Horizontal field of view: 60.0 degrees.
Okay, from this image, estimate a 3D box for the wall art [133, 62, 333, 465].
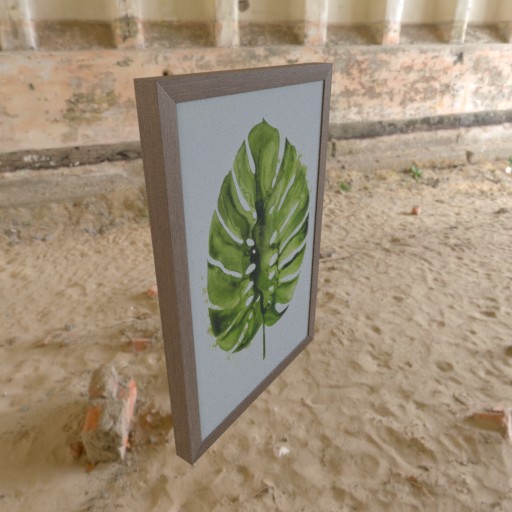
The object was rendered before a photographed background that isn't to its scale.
[{"bbox_3d":[0.000,0.000,0.654,0.032,0.510,0.358,17,31,31],"label":"wall art"}]
